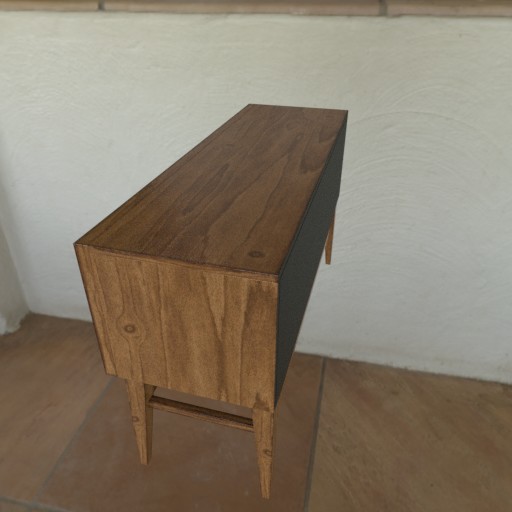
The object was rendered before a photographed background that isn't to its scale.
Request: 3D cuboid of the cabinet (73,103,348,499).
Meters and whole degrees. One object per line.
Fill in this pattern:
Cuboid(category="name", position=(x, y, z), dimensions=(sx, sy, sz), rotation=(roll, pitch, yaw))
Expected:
Cuboid(category="cabinet", position=(0.000, 0.000, 1.692), dimensions=(0.477, 0.802, 1.363), rotation=(8, 33, 13))
